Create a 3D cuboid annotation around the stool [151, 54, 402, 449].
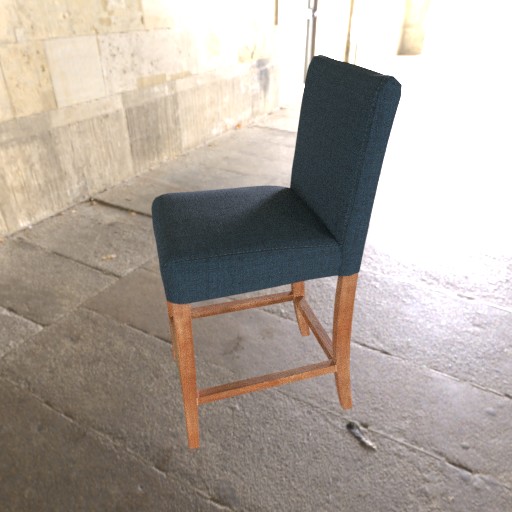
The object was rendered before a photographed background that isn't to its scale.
[{"bbox_3d":[0.000,0.000,1.314,0.567,1.039,0.454,-8,32,-13],"label":"stool"}]
